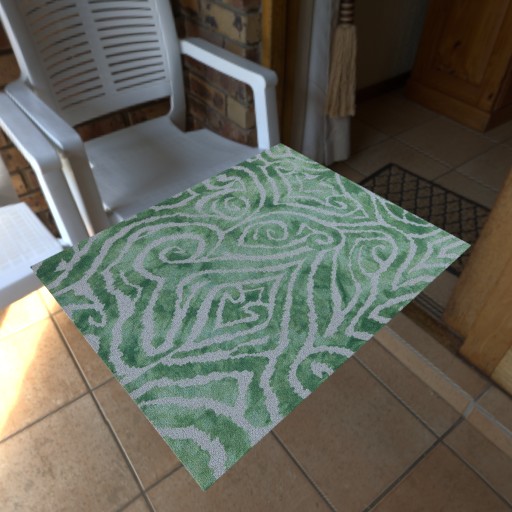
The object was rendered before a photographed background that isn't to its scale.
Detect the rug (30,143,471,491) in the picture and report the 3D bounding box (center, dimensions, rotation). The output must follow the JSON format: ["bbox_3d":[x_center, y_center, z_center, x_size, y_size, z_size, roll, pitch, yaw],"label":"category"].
[{"bbox_3d":[0.000,0.000,3.911,3.045,0.007,2.436,-33,53,-29],"label":"rug"}]
